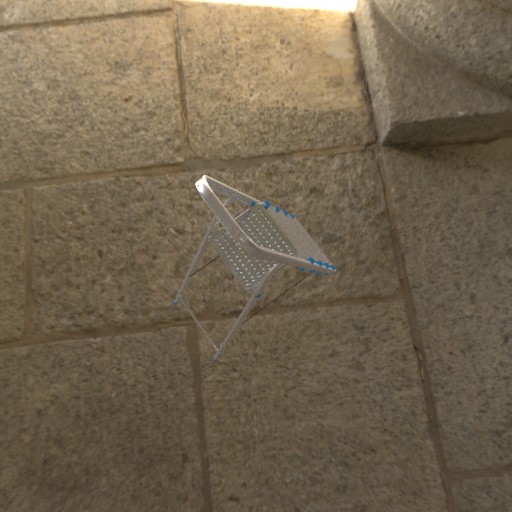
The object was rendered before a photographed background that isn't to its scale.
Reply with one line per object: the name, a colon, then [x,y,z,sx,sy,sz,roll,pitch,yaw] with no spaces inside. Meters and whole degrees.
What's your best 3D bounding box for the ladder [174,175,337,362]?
ladder: [0.000,0.000,2.099,0.990,1.648,0.468,-35,78,-8]
